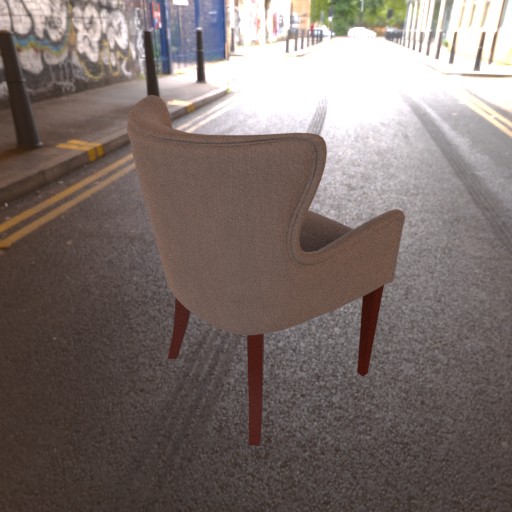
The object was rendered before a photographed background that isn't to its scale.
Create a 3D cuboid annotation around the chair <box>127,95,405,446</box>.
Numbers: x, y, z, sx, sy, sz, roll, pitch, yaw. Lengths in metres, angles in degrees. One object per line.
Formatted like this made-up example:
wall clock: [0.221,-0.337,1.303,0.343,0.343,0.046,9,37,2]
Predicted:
chair: [0.000,0.000,1.445,0.677,0.948,0.732,-20,34,-34]
